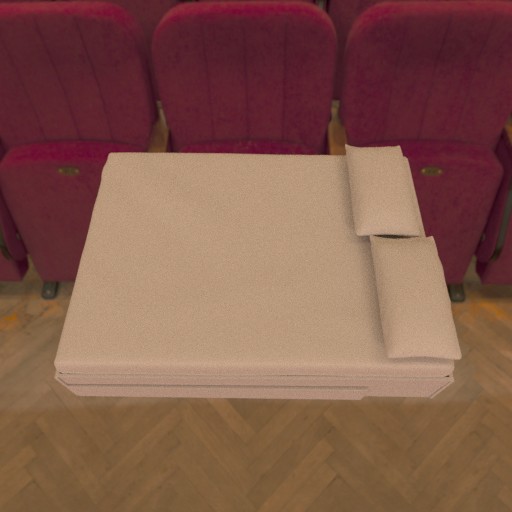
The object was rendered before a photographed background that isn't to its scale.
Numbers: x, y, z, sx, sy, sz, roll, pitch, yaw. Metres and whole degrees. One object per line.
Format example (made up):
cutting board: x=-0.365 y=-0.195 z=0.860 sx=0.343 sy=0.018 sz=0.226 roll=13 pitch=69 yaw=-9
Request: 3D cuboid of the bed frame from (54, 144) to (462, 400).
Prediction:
bed frame: x=0.000 y=0.000 z=2.545 sx=1.950 sy=0.629 sz=1.450 roll=1 pitch=58 yaw=0
